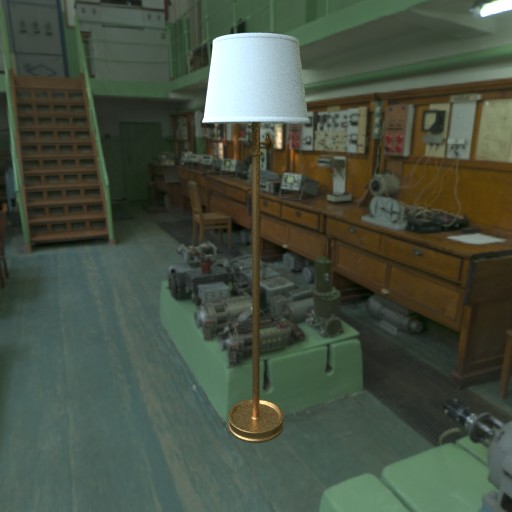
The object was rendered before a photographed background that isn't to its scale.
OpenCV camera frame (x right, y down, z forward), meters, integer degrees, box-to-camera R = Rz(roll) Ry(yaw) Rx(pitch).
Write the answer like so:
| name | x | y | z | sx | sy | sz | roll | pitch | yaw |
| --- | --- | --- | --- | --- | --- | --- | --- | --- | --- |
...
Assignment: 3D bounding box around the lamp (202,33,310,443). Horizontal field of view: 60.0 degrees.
| name | x | y | z | sx | sy | sz | roll | pitch | yaw |
| --- | --- | --- | --- | --- | --- | --- | --- | --- | --- |
| lamp | 0.000 | 0.000 | 0.804 | 0.178 | 0.710 | 0.178 | 0 | 16 | 0 |
